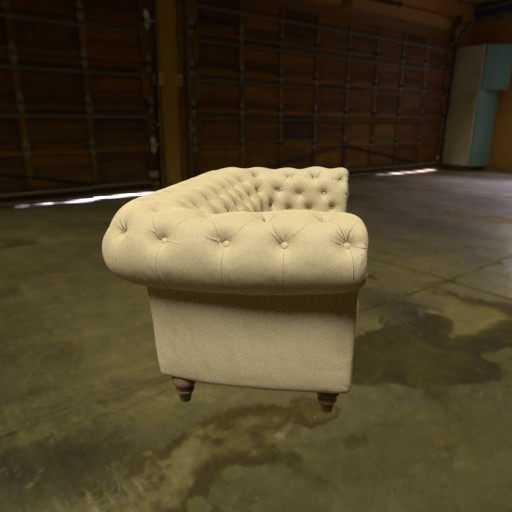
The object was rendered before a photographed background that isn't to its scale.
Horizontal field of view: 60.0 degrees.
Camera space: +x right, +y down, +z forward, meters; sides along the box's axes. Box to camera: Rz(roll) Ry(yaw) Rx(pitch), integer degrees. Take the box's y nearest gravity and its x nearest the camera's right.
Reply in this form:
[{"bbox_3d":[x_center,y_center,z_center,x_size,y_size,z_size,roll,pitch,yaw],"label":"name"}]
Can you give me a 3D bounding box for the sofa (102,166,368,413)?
[{"bbox_3d":[0.000,0.000,2.447,1.069,0.835,1.988,3,17,9],"label":"sofa"}]
